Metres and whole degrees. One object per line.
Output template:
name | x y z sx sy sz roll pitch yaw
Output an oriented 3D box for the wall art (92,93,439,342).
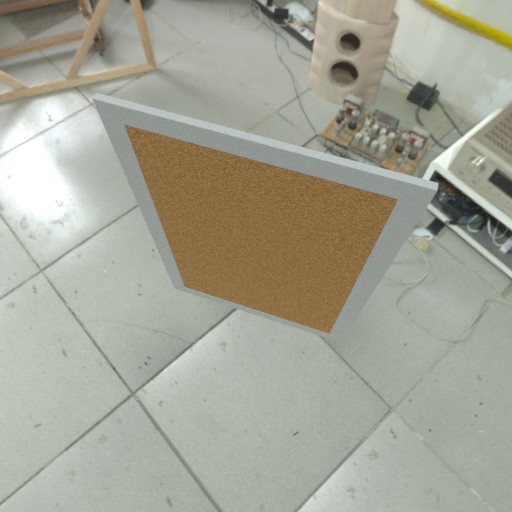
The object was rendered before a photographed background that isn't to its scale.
wall art | 0.000 0.000 0.849 0.454 0.659 0.011 17 65 8
